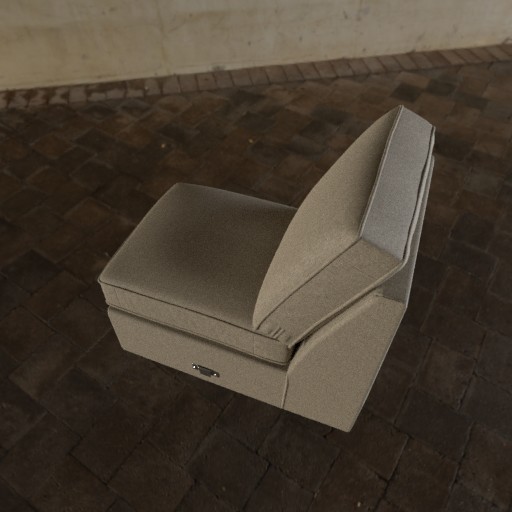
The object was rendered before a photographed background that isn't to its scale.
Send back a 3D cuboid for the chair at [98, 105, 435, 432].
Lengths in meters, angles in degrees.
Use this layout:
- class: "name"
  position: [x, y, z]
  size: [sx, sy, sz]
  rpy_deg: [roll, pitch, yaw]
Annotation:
- class: "chair"
  position: [0.000, 0.000, 1.642]
  size: [1.020, 1.058, 0.674]
  rpy_deg: [16, 50, 14]
